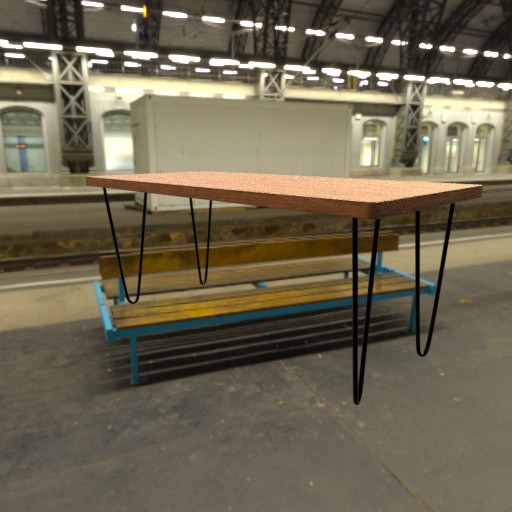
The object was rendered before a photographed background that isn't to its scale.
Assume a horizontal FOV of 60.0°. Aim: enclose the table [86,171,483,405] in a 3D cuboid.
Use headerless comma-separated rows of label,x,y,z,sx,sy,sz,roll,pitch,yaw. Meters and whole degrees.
table,0.000,0.000,2.228,1.791,0.753,0.883,13,18,43
